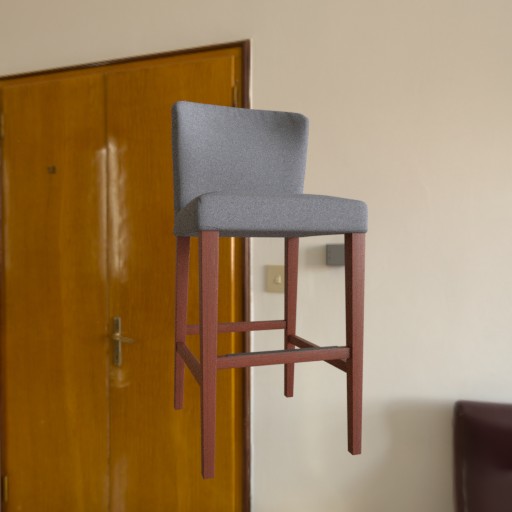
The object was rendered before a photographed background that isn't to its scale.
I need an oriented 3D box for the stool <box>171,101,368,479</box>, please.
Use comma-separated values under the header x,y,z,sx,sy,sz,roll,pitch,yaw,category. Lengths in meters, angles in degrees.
x,y,z,sx,sy,sz,roll,pitch,yaw,category
0.000,0.000,1.369,0.481,1.069,0.568,0,1,-18,stool
